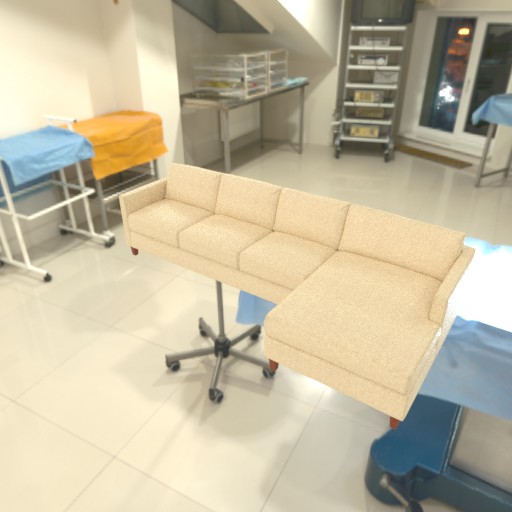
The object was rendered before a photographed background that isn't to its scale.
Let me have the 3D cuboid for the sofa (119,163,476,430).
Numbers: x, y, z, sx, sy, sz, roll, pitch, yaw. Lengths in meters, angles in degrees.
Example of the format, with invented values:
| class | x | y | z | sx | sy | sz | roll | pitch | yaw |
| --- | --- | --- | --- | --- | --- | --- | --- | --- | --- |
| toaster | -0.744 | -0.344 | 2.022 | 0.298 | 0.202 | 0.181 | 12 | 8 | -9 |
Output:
| class | x | y | z | sx | sy | sz | roll | pitch | yaw |
| --- | --- | --- | --- | --- | --- | --- | --- | --- | --- |
| sofa | 0.000 | 0.000 | 4.165 | 3.471 | 0.954 | 1.603 | 19 | 34 | 30 |
